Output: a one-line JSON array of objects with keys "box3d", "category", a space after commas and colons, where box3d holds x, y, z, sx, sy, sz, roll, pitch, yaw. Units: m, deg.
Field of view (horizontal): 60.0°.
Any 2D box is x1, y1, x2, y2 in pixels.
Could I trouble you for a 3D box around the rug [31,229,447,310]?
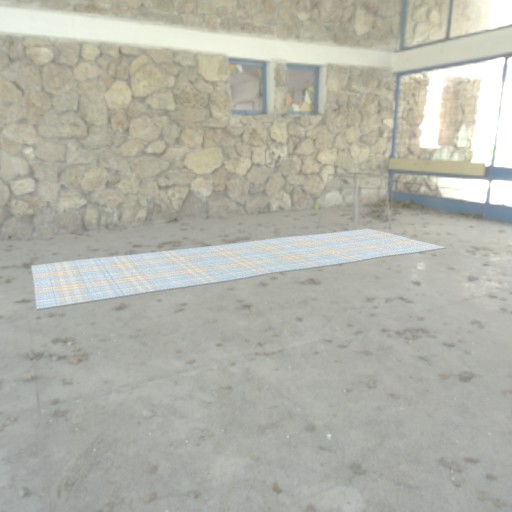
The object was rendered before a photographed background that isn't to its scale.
[{"box3d": [0.000, 0.000, 2.698, 2.439, 0.013, 0.762, -7, 16, -27], "category": "rug"}]
